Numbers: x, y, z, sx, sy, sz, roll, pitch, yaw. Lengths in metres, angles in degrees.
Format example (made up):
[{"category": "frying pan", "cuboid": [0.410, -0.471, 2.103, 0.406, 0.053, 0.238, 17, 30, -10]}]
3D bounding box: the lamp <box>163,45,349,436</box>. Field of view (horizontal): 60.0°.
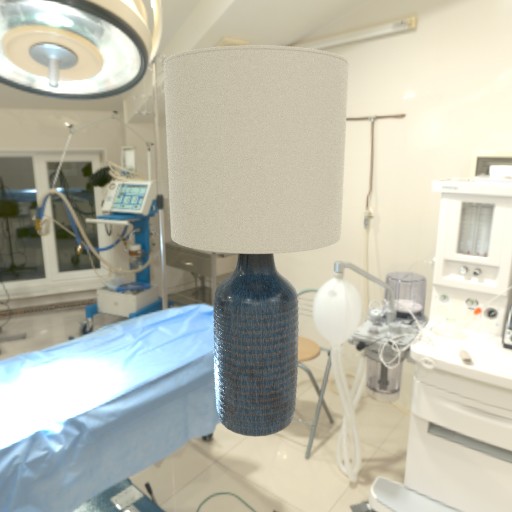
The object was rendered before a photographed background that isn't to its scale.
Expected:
[{"category": "lamp", "cuboid": [0.000, 0.000, 0.594, 0.220, 0.475, 0.220, 13, 19, 43]}]
